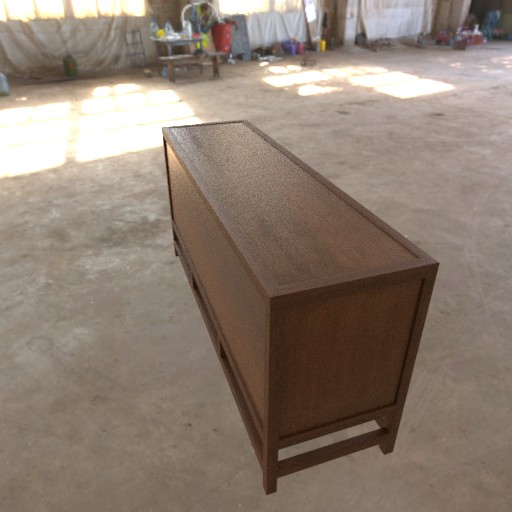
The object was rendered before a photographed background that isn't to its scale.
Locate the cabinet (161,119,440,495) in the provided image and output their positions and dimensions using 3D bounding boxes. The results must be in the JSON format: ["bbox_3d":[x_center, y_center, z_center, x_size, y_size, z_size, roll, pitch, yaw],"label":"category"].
[{"bbox_3d":[0.000,0.000,2.052,0.522,0.820,1.708,-10,32,-16],"label":"cabinet"}]
